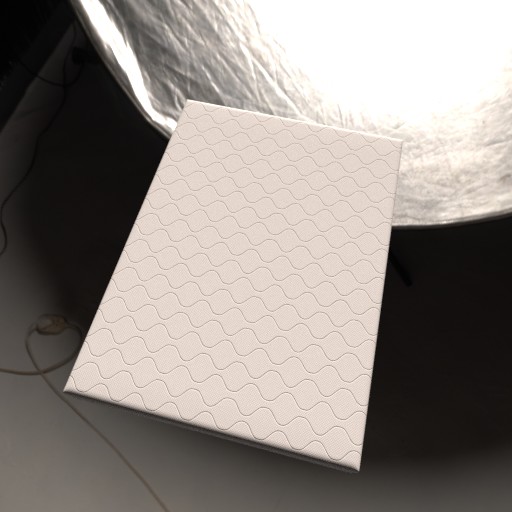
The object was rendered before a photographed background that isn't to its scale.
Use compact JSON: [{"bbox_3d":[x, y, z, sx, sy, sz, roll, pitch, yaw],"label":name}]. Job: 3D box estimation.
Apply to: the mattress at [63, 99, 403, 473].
[{"bbox_3d":[0.000,0.000,2.473,1.400,0.200,1.900,13,65,6],"label":"mattress"}]
